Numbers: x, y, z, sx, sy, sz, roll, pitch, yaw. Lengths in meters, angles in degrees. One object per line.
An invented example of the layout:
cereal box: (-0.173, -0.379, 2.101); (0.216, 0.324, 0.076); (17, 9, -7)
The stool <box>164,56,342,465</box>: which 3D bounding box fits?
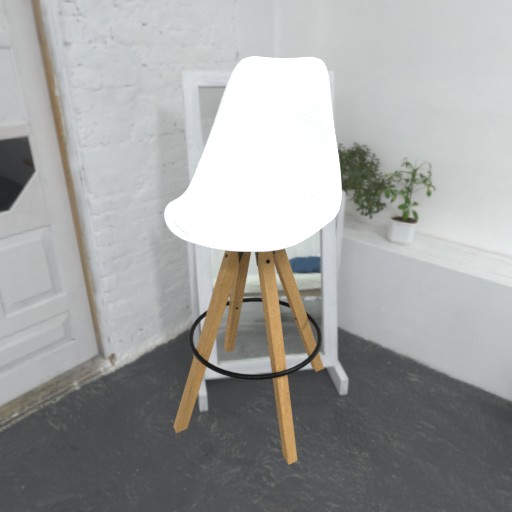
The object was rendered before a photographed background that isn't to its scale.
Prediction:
stool: (0.000, 0.000, 1.377); (0.482, 1.115, 0.549); (8, 27, 16)
